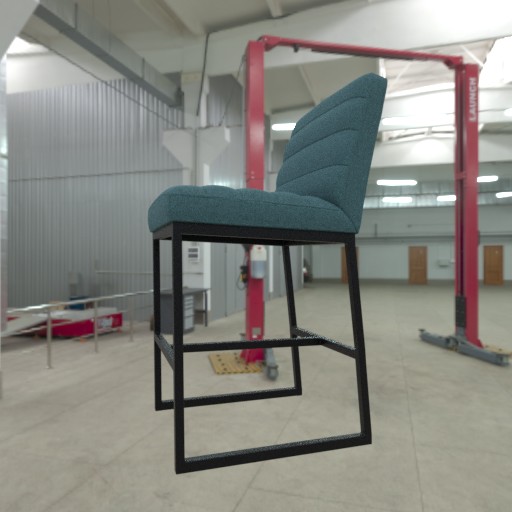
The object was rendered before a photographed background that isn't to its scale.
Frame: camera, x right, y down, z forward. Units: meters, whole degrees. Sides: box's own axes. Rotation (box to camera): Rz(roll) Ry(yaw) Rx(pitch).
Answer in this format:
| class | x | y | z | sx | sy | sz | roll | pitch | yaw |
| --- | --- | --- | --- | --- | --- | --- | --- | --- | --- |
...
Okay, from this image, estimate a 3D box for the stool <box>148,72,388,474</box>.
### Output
| class | x | y | z | sx | sy | sz | roll | pitch | yaw |
| --- | --- | --- | --- | --- | --- | --- | --- | --- | --- |
| stool | 0.000 | 0.000 | 1.240 | 0.560 | 0.940 | 0.460 | 0 | 0 | -19 |
